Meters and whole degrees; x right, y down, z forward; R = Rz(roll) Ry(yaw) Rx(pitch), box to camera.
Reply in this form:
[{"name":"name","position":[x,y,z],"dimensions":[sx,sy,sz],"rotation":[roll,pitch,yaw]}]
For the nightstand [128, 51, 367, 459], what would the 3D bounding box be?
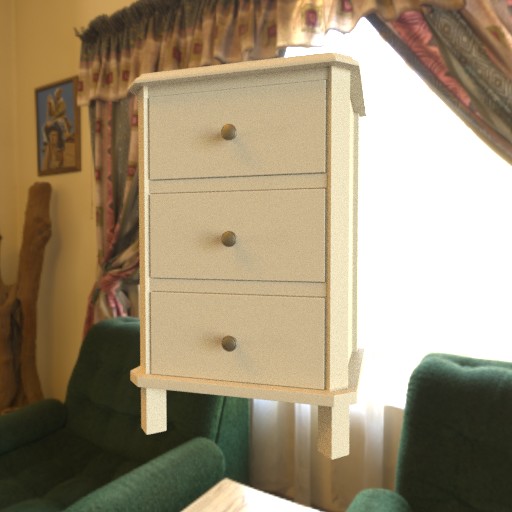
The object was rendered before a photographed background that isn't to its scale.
[{"name":"nightstand","position":[0.000,0.000,0.935],"dimensions":[0.435,0.681,0.351],"rotation":[1,2,16]}]
